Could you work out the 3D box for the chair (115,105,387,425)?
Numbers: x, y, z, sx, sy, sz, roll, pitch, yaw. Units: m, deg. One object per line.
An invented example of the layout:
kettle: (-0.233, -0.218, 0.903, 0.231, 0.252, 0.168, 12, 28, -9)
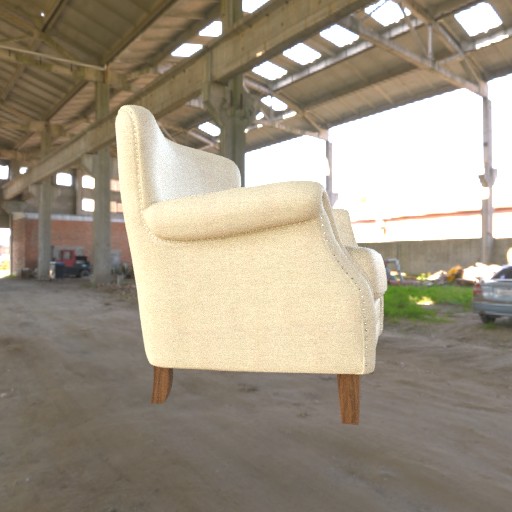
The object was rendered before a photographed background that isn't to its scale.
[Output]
chair: (0.000, 0.000, 1.624, 0.921, 0.936, 0.861, 0, -1, 18)
